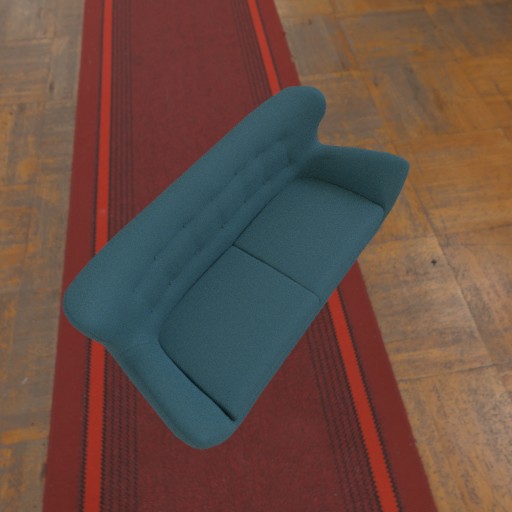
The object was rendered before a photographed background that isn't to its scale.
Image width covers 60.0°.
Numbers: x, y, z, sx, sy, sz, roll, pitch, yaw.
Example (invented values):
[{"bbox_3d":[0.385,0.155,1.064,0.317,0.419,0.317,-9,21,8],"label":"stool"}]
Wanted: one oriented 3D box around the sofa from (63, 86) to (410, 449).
[{"bbox_3d":[0.000,0.000,2.431,0.889,0.890,1.930,31,62,19],"label":"sofa"}]
